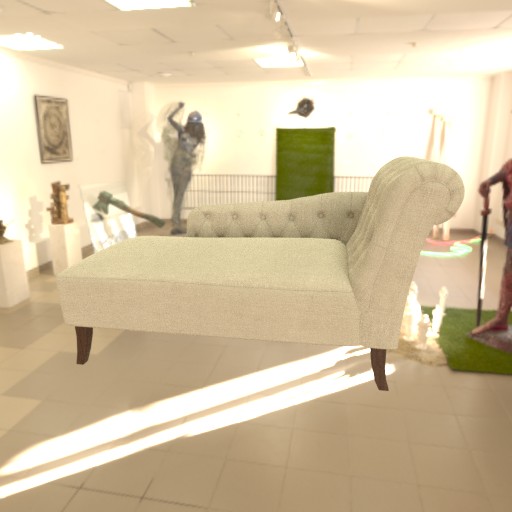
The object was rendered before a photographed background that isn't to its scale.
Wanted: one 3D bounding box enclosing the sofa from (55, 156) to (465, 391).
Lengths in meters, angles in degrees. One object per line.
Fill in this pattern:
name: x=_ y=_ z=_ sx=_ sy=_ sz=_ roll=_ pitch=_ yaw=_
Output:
sofa: x=0.000 y=0.000 z=1.802 sx=1.379 sy=0.787 sz=0.675 roll=3 pitch=15 yaw=10
